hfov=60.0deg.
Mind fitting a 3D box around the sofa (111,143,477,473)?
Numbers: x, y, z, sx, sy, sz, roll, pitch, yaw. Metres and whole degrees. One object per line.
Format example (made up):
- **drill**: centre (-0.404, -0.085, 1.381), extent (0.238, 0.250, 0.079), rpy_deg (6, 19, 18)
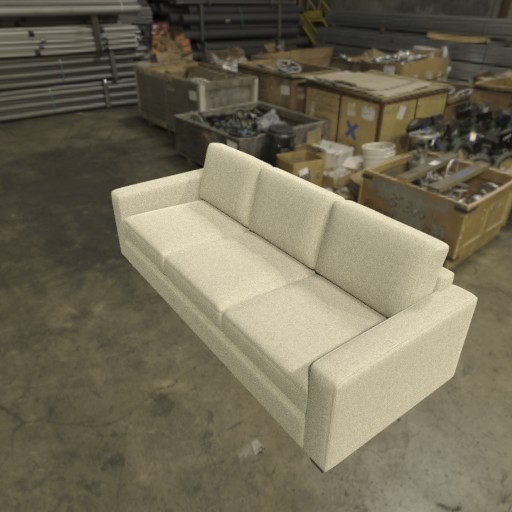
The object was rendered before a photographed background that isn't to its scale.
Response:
- **sofa**: centre (0.000, 0.000, 2.558), extent (0.900, 0.800, 2.160), rpy_deg (-21, 37, -30)
